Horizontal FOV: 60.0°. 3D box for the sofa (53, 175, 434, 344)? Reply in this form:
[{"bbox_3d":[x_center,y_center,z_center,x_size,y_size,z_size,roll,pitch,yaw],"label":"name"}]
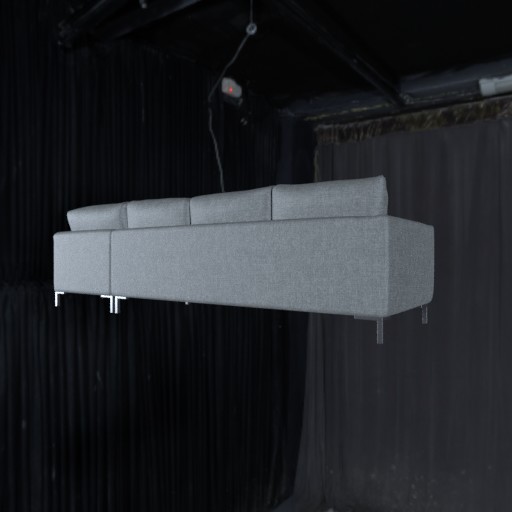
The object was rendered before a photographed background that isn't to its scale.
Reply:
[{"bbox_3d":[0.000,0.000,3.767,2.972,0.858,1.984,0,0,35],"label":"sofa"}]
